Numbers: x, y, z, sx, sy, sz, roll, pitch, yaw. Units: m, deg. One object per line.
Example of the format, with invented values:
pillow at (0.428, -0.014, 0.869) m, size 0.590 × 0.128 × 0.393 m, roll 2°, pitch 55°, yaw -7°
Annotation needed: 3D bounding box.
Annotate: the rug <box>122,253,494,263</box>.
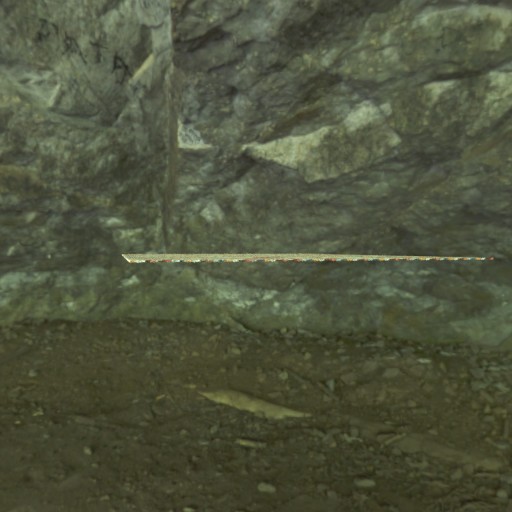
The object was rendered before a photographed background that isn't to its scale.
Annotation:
rug at (0.000, 0.000, 4.276) m, size 2.439 × 0.015 × 3.274 m, roll 0°, pitch 1°, yaw -18°
